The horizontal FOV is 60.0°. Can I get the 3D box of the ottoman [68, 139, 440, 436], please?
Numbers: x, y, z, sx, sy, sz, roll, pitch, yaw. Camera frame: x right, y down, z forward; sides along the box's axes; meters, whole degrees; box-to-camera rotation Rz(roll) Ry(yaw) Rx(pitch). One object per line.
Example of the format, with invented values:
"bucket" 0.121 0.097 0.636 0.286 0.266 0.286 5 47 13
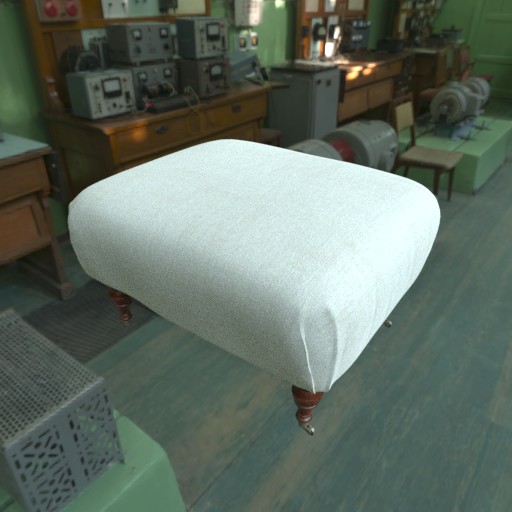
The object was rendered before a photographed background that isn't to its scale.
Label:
"ottoman" 0.000 0.000 1.140 0.747 0.450 0.622 20 36 30
